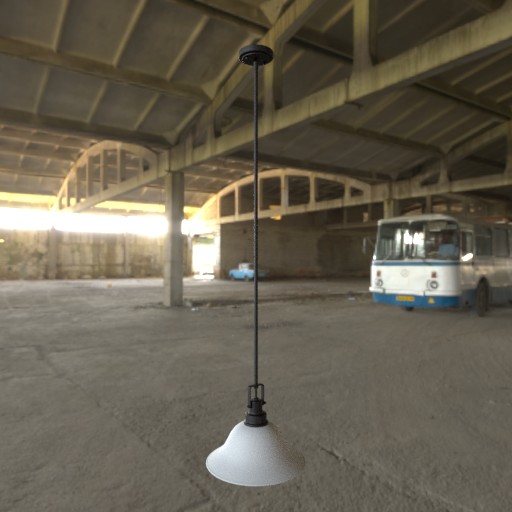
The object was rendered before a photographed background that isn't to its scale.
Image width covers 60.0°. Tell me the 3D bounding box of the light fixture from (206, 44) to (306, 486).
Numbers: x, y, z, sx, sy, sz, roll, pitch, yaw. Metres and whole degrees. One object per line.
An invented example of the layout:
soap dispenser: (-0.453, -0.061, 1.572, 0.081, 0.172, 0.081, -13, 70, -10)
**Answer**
light fixture: (0.000, 0.000, 1.451, 0.324, 1.337, 0.324, 0, -1, -35)
